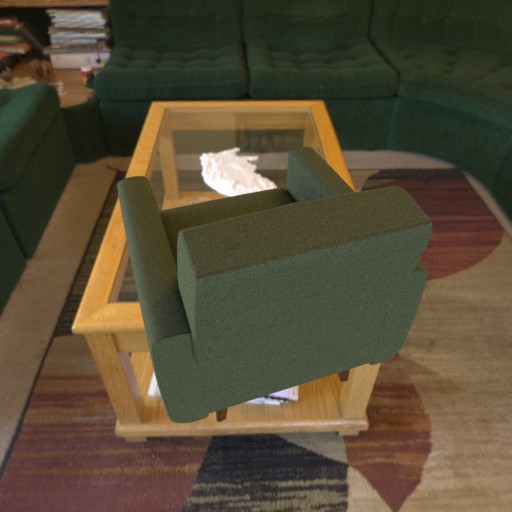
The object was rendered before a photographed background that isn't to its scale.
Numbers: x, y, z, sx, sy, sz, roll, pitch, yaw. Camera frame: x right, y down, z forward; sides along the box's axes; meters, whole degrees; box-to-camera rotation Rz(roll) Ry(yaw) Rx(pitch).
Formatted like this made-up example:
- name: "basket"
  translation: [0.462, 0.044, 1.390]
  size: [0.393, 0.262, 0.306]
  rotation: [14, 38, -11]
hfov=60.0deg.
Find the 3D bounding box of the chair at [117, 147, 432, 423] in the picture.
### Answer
- name: "chair"
  translation: [0.000, 0.000, 1.547]
  size: [0.831, 0.841, 0.909]
  rotation: [-13, 43, -14]
